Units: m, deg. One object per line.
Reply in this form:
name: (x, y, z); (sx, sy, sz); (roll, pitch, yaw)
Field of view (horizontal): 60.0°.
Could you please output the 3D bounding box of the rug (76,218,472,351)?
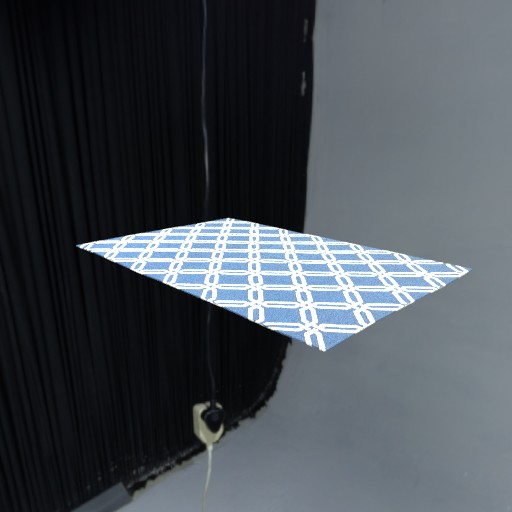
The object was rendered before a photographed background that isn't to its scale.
rug: (0.000, 0.000, 2.296); (1.153, 0.010, 1.755); (-15, 22, -42)
